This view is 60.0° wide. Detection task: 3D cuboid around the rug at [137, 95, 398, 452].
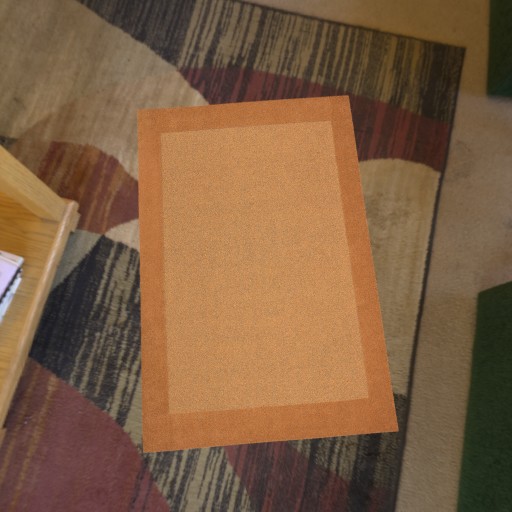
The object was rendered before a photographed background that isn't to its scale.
[{"bbox_3d":[0.000,0.000,2.330,1.219,0.014,1.829,-4,76,-1],"label":"rug"}]
